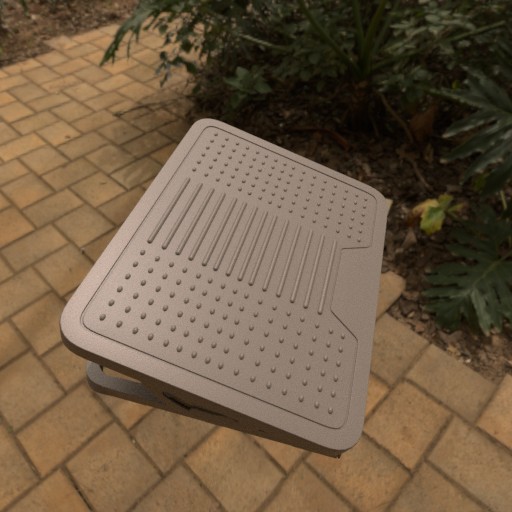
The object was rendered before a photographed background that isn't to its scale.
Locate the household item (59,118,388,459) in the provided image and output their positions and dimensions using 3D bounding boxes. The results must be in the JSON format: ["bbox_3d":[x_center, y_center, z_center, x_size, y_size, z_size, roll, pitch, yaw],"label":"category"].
[{"bbox_3d":[0.000,0.000,0.533,0.301,0.126,0.390,11,48,10],"label":"household item"}]
